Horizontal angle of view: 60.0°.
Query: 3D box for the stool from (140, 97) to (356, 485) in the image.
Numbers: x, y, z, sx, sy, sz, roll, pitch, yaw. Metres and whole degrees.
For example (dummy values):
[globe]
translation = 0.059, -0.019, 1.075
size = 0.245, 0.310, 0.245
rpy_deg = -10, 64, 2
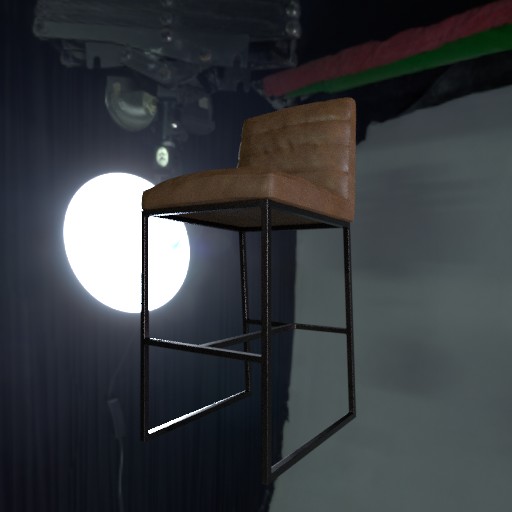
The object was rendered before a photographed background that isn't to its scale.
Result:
[stool]
translation = 0.000, 0.000, 1.375
size = 0.463, 1.065, 0.562
rpy_deg = 0, 0, 35
